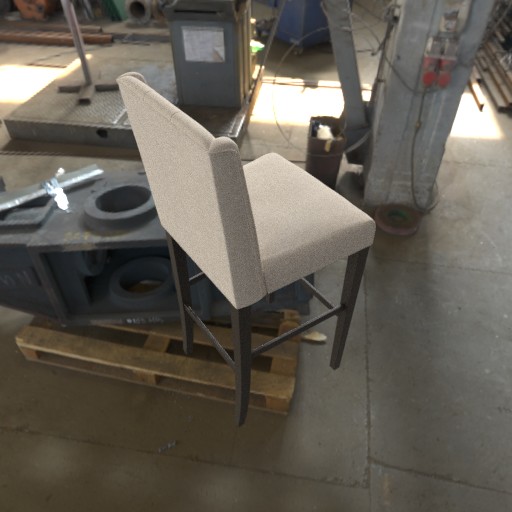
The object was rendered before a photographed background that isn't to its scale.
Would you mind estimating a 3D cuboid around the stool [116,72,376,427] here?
[{"bbox_3d":[0.000,0.000,1.390,0.509,1.116,0.474,-26,49,-25],"label":"stool"}]
